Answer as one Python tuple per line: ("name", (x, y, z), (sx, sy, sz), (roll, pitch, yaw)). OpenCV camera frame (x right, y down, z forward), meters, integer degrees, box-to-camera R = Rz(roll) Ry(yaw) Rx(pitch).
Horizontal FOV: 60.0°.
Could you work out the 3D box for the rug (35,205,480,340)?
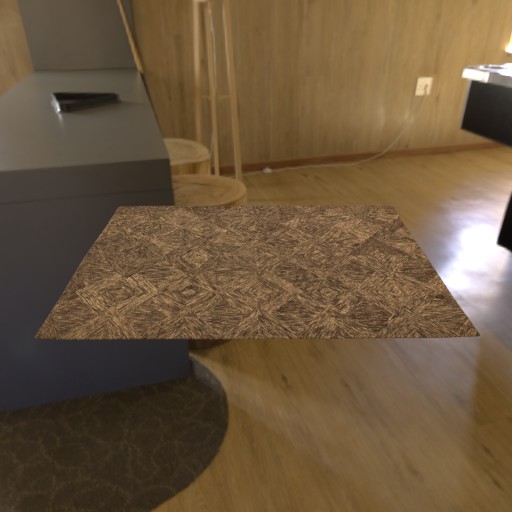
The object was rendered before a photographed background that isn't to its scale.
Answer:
("rug", (0.000, 0.000, 5.320), (4.093, 0.020, 2.997), (0, 30, 0))
